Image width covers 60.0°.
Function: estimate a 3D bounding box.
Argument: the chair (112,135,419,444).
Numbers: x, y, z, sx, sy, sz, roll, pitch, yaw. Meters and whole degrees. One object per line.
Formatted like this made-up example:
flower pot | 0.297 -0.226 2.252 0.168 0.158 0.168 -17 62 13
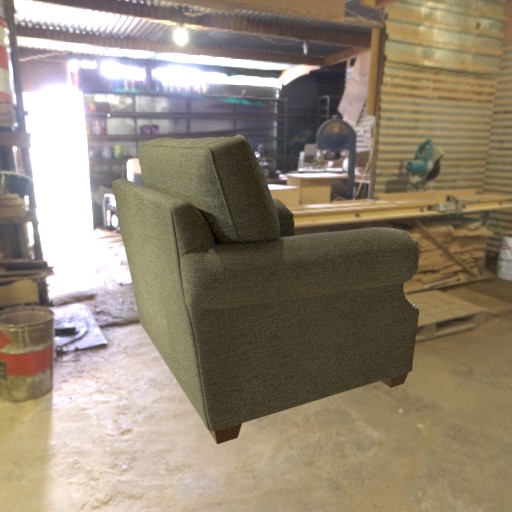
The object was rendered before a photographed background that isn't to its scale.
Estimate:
chair | 0.000 0.000 1.842 0.965 0.961 1.092 -7 16 -26
